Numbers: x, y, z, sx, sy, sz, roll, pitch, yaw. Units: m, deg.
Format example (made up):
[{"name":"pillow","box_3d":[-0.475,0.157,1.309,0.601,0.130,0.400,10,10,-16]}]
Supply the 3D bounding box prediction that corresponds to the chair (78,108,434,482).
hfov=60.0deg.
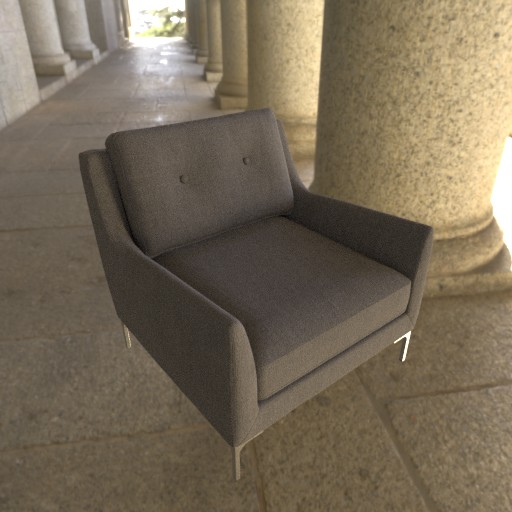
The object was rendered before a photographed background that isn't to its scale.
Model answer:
[{"name":"chair","box_3d":[0.000,0.000,1.536,0.847,0.828,0.849,-21,36,-33]}]
